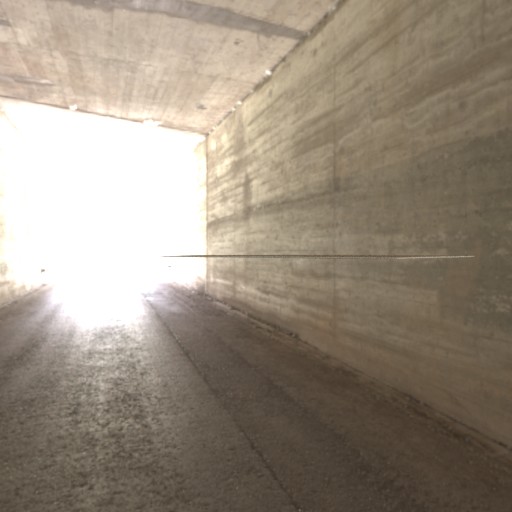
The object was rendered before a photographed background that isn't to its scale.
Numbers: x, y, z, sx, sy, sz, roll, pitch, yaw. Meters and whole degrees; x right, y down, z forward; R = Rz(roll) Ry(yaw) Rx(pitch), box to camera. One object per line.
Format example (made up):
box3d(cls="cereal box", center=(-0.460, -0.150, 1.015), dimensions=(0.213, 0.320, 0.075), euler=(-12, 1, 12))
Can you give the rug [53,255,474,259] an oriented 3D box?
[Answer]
box3d(cls="rug", center=(0.000, 0.000, 2.998), dimensions=(2.435, 0.012, 1.529), euler=(0, 0, 36))
